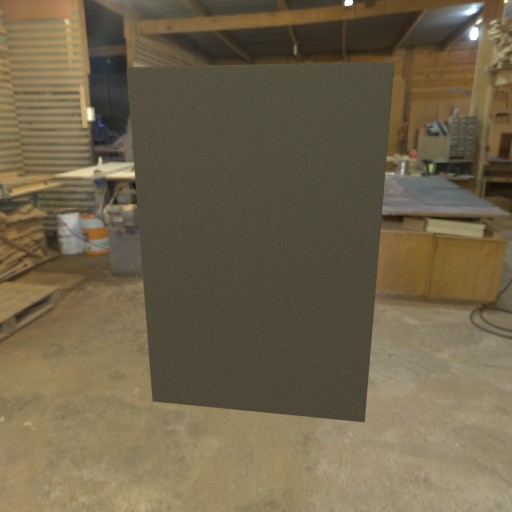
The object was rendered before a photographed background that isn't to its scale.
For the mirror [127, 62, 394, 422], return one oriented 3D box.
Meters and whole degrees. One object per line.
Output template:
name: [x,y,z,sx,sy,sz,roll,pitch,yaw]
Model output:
mirror: [0.000,0.000,1.150,0.613,0.914,0.039,3,17,9]
